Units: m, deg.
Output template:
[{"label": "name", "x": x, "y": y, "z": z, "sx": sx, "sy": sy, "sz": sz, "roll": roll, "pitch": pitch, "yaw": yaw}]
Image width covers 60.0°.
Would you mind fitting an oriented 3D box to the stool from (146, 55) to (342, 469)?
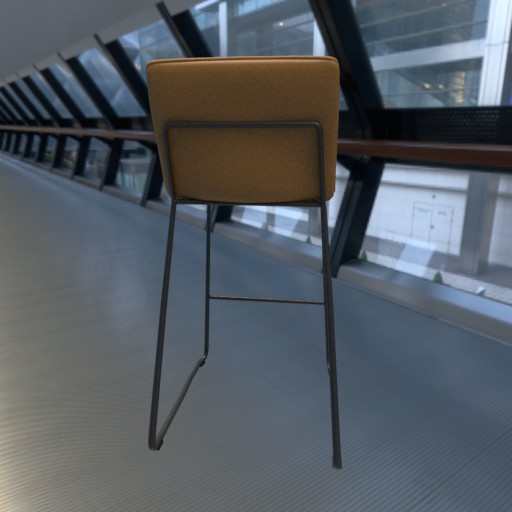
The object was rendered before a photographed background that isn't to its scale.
[{"label": "stool", "x": 0.000, "y": 0.000, "z": 1.214, "sx": 0.489, "sy": 0.936, "sz": 0.524, "roll": 2, "pitch": 16, "yaw": 8}]
